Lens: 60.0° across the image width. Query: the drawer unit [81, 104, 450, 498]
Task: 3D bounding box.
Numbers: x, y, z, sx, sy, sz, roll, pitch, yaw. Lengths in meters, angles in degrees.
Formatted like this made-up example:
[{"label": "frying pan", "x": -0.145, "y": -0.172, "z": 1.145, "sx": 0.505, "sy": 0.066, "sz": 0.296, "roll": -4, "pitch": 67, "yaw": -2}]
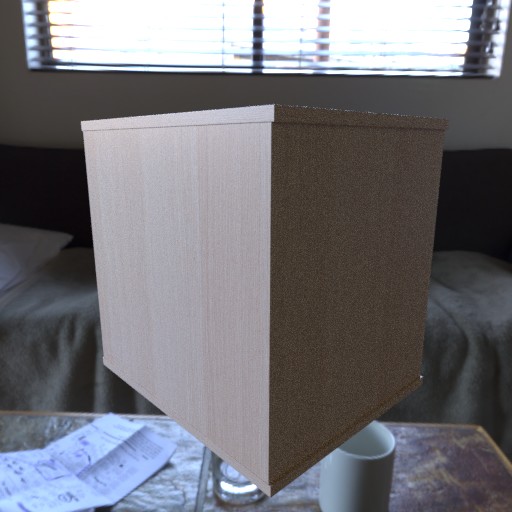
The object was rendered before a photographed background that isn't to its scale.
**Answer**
[{"label": "drawer unit", "x": 0.000, "y": 0.000, "z": 0.585, "sx": 0.290, "sy": 0.344, "sz": 0.349, "roll": -13, "pitch": 19, "yaw": -41}]
